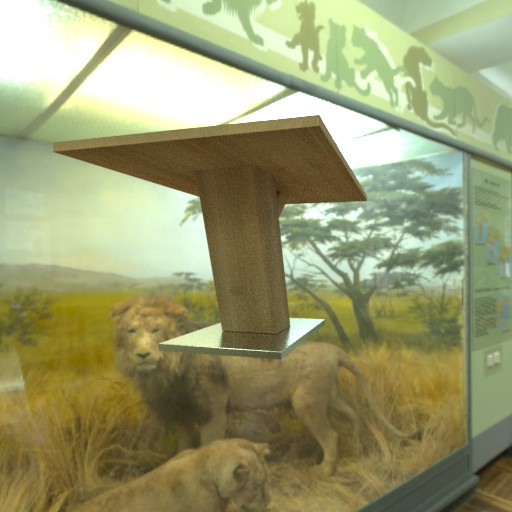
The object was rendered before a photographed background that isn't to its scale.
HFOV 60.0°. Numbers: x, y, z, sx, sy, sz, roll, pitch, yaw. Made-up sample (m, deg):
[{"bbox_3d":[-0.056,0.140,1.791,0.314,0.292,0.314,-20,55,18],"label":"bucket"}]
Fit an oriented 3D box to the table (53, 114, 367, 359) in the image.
[{"bbox_3d":[0.000,0.000,2.098,0.900,0.750,1.600,0,-1,19],"label":"table"}]
